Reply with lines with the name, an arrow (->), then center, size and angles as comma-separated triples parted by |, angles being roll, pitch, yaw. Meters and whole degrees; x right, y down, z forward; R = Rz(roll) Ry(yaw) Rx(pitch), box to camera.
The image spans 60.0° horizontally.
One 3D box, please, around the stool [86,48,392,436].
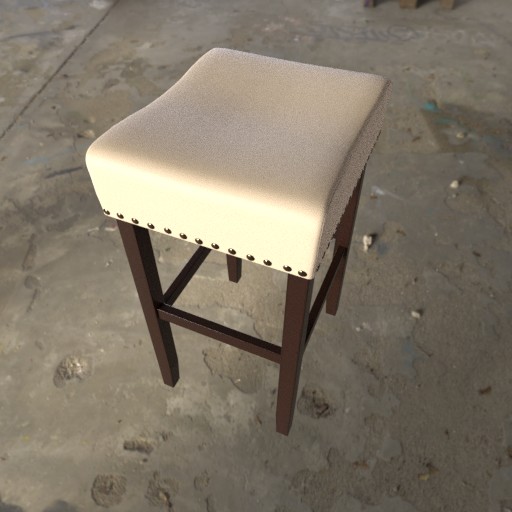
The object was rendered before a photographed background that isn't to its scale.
stool -> 0.000, 0.000, 1.051 | 0.401, 0.762, 0.471 | 17, 49, 16
